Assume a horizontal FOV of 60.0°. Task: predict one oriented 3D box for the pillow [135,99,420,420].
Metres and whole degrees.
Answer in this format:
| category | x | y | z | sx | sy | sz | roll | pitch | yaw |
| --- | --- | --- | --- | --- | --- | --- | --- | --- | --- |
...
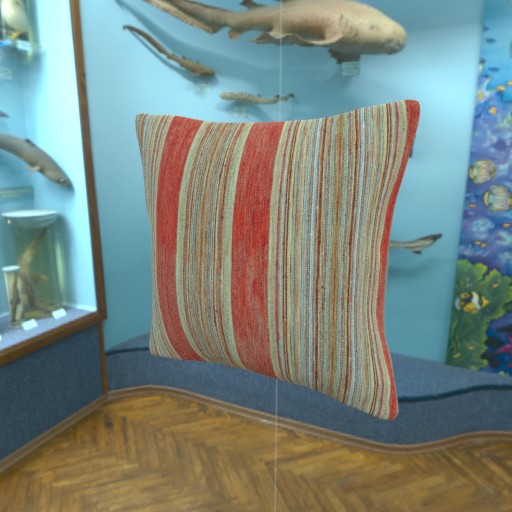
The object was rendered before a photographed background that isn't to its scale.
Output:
| category | x | y | z | sx | sy | sz | roll | pitch | yaw |
| --- | --- | --- | --- | --- | --- | --- | --- | --- | --- |
| pillow | 0.000 | 0.000 | 0.655 | 0.437 | 0.419 | 0.136 | 7 | 15 | 27 |
